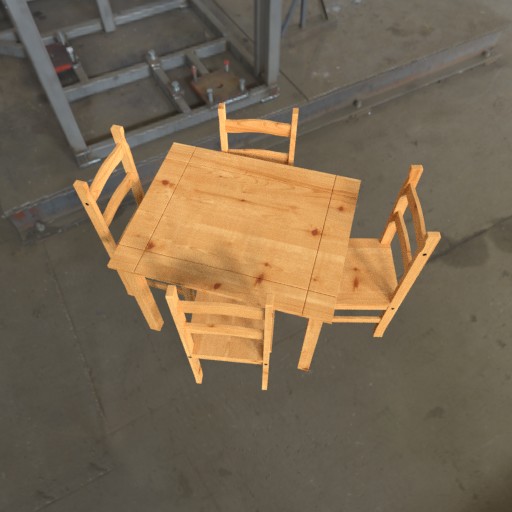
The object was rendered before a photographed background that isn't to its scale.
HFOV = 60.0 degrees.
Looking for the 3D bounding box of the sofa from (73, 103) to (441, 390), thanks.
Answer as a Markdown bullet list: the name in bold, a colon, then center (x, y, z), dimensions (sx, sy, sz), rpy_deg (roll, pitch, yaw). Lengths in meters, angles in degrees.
- **sofa**: center (0.000, 0.000, 2.271), dimensions (1.529, 1.000, 1.144), rpy_deg (13, 58, 8)
